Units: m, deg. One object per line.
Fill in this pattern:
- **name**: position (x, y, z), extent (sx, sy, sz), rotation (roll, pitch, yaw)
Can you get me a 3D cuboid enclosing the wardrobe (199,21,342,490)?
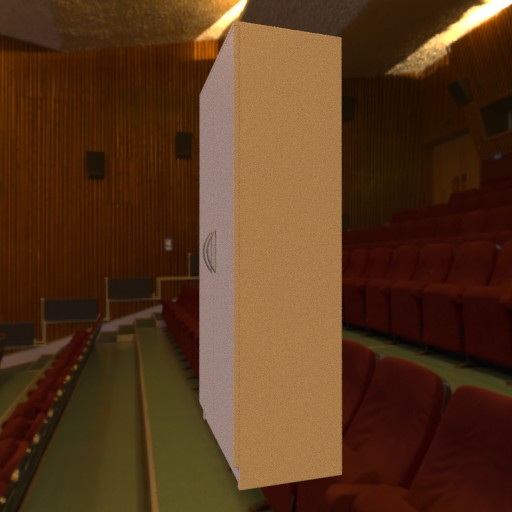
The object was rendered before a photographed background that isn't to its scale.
- **wardrobe**: position (0.000, 0.000, 2.021), extent (0.470, 1.700, 0.760), rotation (0, 0, -17)
